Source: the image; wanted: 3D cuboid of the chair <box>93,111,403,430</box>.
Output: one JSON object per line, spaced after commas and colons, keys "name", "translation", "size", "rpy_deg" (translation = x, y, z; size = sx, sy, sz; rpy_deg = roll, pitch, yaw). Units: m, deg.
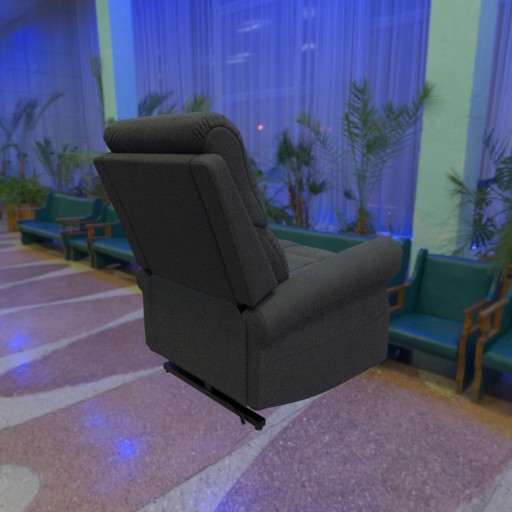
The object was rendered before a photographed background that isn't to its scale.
{"name": "chair", "translation": [0.000, 0.000, 1.760], "size": [0.979, 1.031, 0.871], "rpy_deg": [-13, 19, -42]}
